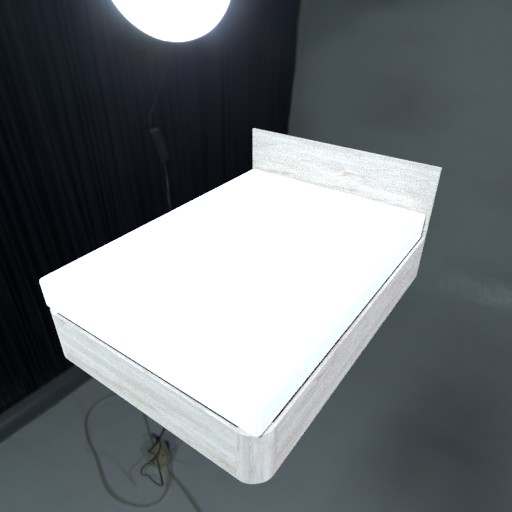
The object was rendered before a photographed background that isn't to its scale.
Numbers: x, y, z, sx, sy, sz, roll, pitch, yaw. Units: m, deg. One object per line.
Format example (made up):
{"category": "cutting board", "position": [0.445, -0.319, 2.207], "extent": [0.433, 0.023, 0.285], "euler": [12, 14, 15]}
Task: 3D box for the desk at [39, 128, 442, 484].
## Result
{"category": "desk", "position": [0.000, 0.000, 2.581], "extent": [1.400, 0.800, 1.900], "euler": [21, 38, 29]}
